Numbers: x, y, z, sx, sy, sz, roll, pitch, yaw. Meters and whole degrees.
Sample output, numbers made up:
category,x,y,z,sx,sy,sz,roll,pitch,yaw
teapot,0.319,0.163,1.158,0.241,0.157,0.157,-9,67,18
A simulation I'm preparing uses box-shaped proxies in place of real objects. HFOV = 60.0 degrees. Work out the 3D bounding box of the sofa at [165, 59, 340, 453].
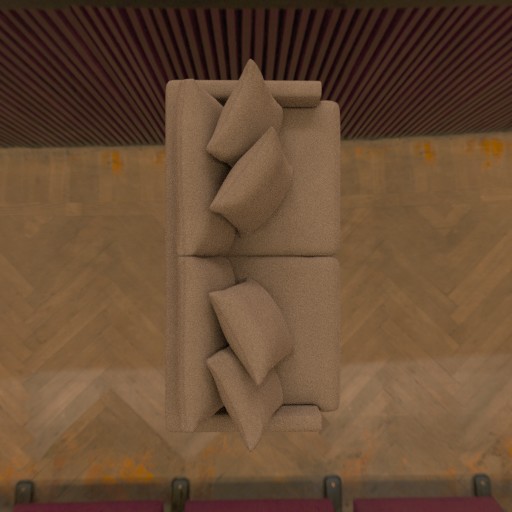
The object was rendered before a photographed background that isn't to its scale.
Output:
category,x,y,z,sx,sy,sz,roll,pitch,yaw
sofa,0.000,0.000,3.087,1.228,1.084,2.380,0,90,-1
